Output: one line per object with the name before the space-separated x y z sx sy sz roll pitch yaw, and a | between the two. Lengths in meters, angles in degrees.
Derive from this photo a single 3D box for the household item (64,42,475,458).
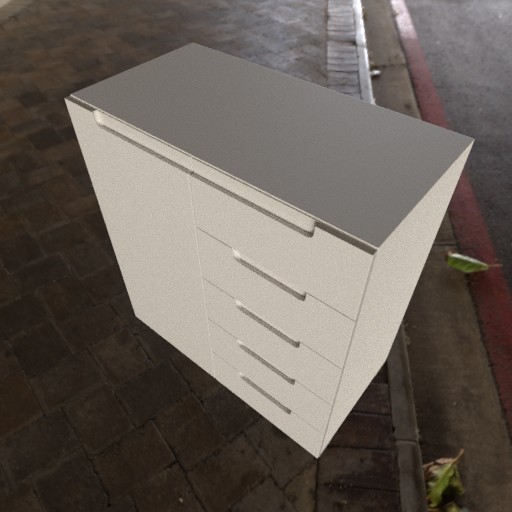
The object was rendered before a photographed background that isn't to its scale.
household item | 0.000 0.000 1.272 0.800 0.870 0.420 30 53 26
